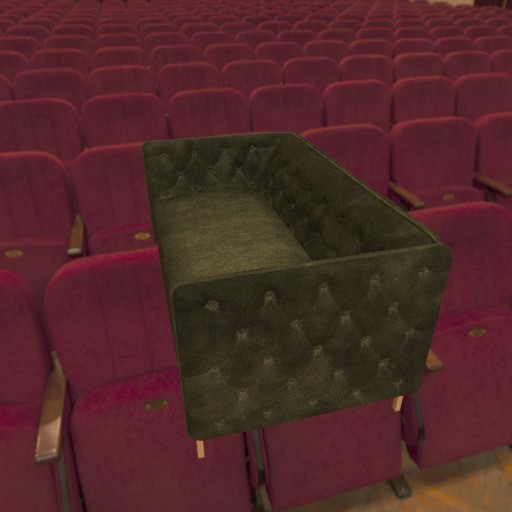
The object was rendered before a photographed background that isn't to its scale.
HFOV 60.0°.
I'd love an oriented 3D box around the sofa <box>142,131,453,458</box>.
[{"bbox_3d":[0.000,0.000,2.085,0.895,0.768,1.537,-8,31,-13],"label":"sofa"}]
